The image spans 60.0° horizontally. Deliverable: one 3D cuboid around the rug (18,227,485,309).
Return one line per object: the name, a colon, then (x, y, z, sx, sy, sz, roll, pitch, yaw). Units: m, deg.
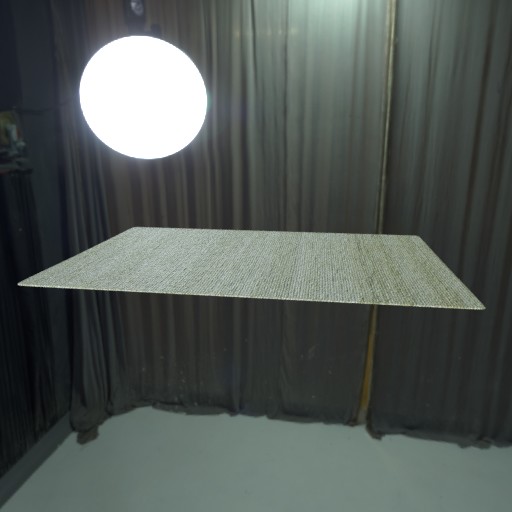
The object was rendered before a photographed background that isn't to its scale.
rug: (0.000, 0.000, 2.173, 1.758, 0.010, 1.143, 2, 15, 8)
